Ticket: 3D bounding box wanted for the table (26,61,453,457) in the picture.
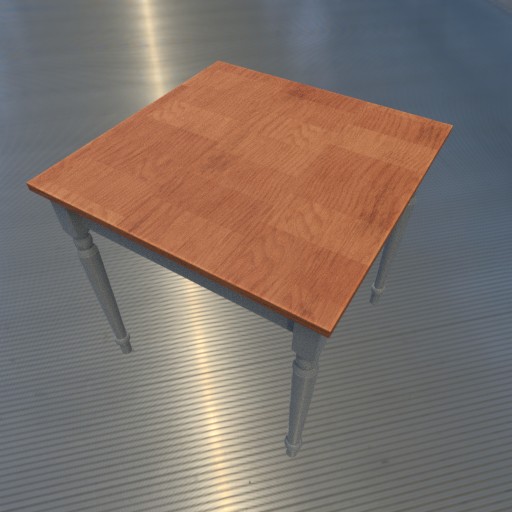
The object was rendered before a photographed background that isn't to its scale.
[{"bbox_3d":[0.000,0.000,1.341,0.747,0.738,0.747,24,52,21],"label":"table"}]
